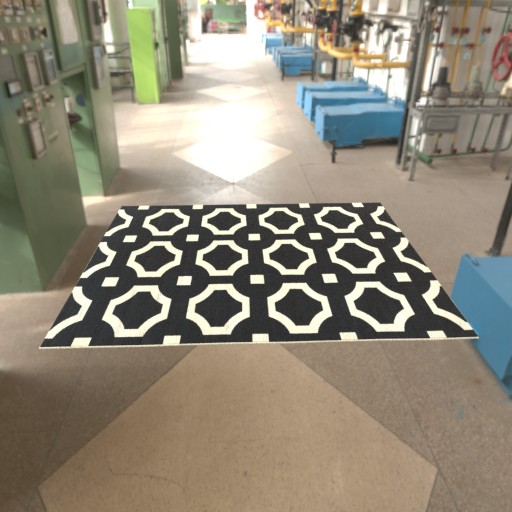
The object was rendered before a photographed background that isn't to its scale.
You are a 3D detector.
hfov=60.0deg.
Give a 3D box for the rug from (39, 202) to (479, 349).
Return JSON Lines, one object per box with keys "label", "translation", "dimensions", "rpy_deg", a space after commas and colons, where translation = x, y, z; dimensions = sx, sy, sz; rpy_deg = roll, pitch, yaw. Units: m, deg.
{"label": "rug", "translation": [0.000, 0.000, 4.133], "dimensions": [3.049, 0.021, 2.466], "rpy_deg": [-1, 29, -2]}
